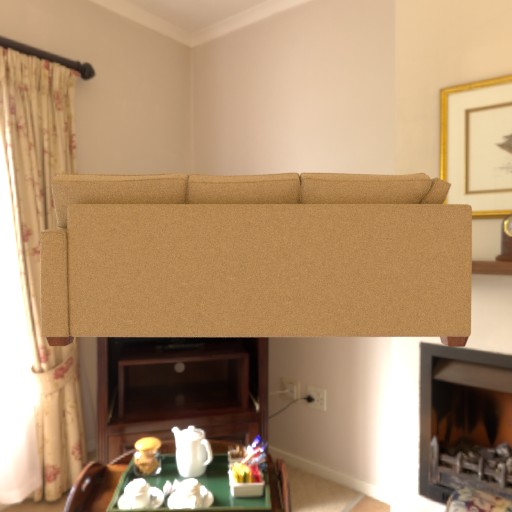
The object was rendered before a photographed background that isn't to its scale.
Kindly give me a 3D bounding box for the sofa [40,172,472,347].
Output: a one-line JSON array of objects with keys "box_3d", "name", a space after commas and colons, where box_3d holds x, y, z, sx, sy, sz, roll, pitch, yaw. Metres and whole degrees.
[{"box_3d": [0.000, 0.000, 2.873, 2.317, 0.962, 1.061, 0, 1, 0], "name": "sofa"}]
